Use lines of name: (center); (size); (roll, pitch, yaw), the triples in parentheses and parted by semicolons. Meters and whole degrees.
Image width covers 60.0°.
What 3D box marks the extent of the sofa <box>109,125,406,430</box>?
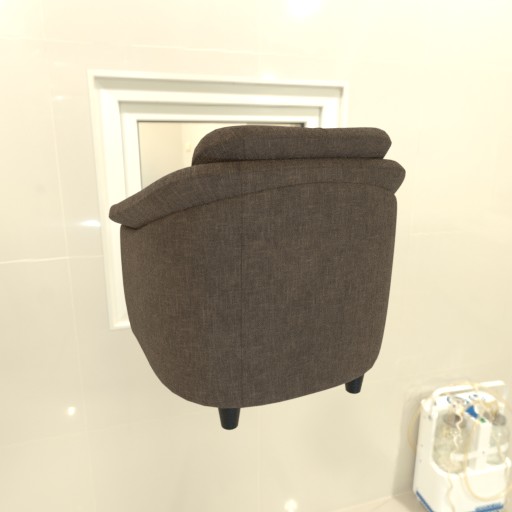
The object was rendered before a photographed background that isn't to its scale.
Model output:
sofa: (0.000, 0.000, 1.482); (0.870, 0.811, 0.794); (-7, 16, -24)
